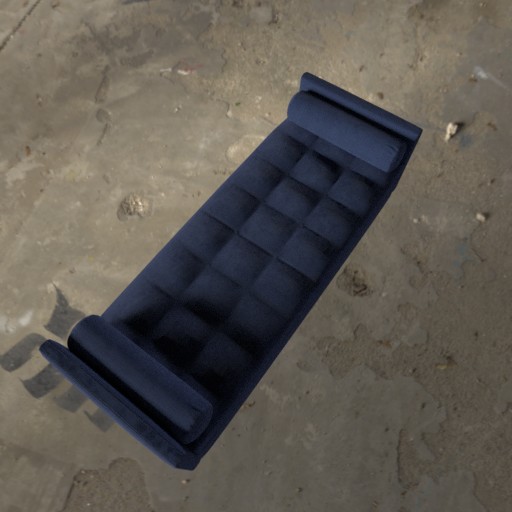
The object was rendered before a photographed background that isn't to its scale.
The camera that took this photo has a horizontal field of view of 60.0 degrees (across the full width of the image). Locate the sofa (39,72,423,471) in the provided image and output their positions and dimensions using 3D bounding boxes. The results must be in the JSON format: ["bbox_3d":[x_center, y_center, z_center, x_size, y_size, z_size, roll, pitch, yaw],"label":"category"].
[{"bbox_3d":[0.000,0.000,2.427,0.797,0.657,2.102,33,68,16],"label":"sofa"}]
